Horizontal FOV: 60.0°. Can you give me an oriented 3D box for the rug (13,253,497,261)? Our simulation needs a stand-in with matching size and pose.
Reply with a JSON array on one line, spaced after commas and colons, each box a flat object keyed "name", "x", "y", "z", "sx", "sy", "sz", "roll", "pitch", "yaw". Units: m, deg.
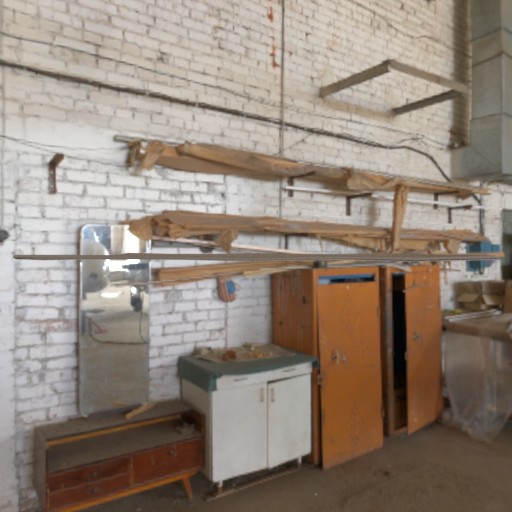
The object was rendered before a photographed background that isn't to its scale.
[{"name": "rug", "x": 0.000, "y": 0.000, "z": 3.928, "sx": 3.011, "sy": 0.054, "sz": 2.399, "roll": 0, "pitch": 1, "yaw": 1}]
